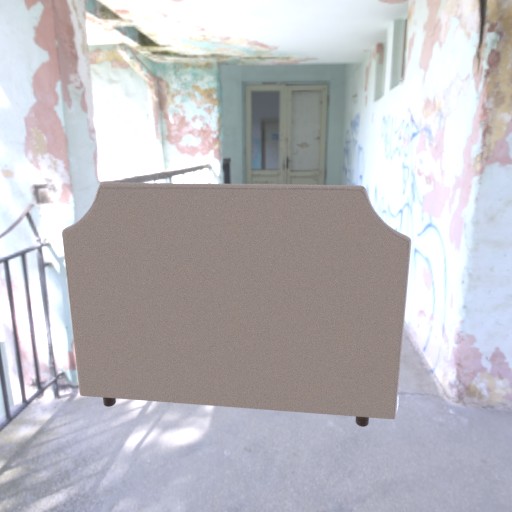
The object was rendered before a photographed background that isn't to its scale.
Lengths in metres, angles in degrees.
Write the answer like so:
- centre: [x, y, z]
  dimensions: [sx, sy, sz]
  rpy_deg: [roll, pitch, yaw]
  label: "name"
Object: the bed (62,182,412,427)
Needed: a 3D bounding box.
- centre: [0.000, 0.000, 4.177]
  dimensions: [2.350, 1.590, 2.773]
  rpy_deg: [2, 15, 7]
  label: "bed"
